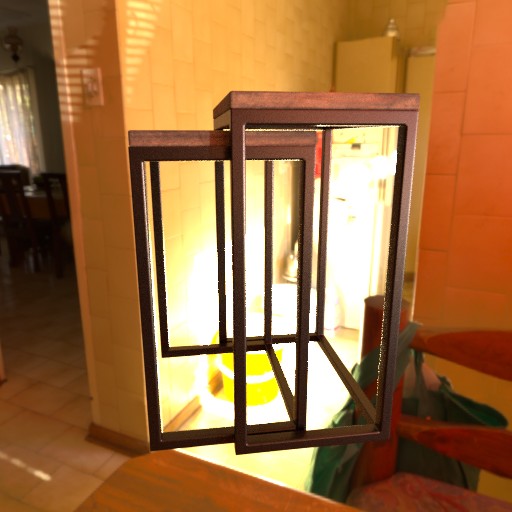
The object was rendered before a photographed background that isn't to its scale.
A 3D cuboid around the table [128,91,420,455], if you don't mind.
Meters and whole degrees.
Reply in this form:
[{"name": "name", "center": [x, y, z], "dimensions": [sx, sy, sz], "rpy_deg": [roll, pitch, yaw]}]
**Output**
[{"name": "table", "center": [0.000, 0.000, 0.938], "dimensions": [0.460, 0.615, 0.456], "rpy_deg": [-2, 15, -6]}]
